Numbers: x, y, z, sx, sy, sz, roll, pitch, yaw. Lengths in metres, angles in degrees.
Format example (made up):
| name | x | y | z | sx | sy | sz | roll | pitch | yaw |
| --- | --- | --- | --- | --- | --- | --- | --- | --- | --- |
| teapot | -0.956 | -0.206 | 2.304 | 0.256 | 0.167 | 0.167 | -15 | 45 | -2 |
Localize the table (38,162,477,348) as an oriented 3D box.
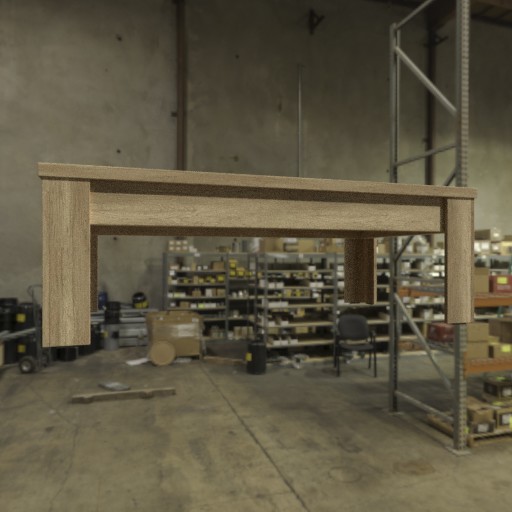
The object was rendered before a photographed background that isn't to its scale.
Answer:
| name | x | y | z | sx | sy | sz | roll | pitch | yaw |
| --- | --- | --- | --- | --- | --- | --- | --- | --- | --- |
| table | 0.000 | 0.000 | 1.626 | 1.350 | 0.460 | 0.700 | 0 | 0 | -18 |
